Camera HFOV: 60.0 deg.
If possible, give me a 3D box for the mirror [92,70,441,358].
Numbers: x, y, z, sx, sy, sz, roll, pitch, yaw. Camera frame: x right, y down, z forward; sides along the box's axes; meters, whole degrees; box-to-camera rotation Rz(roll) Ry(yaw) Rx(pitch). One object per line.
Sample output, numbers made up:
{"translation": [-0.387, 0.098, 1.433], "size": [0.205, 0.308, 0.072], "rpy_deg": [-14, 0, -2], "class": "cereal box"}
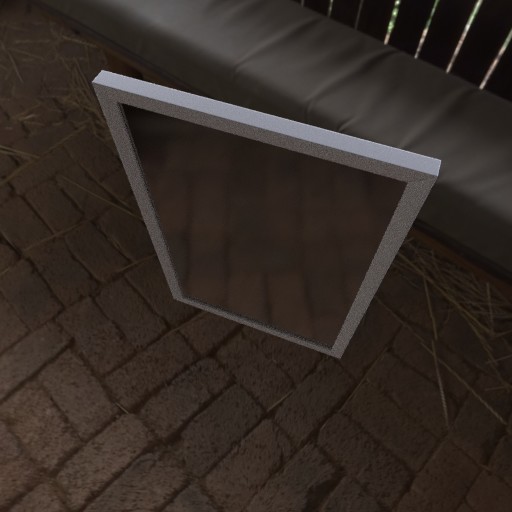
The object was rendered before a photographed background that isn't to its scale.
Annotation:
{"translation": [0.000, 0.000, 1.137], "size": [0.609, 0.914, 0.041], "rpy_deg": [18, 61, 10], "class": "mirror"}
